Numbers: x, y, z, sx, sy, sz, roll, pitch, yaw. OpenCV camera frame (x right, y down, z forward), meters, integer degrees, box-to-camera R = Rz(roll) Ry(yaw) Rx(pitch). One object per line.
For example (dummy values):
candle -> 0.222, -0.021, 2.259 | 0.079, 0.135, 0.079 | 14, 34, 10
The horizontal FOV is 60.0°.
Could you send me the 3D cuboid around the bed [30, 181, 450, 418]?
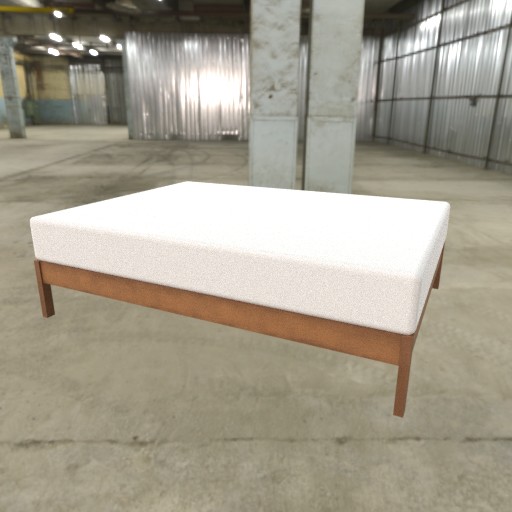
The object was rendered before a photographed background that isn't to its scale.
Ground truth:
bed -> 0.000, 0.000, 2.724 | 2.050, 0.593, 1.529 | 9, 20, 25
